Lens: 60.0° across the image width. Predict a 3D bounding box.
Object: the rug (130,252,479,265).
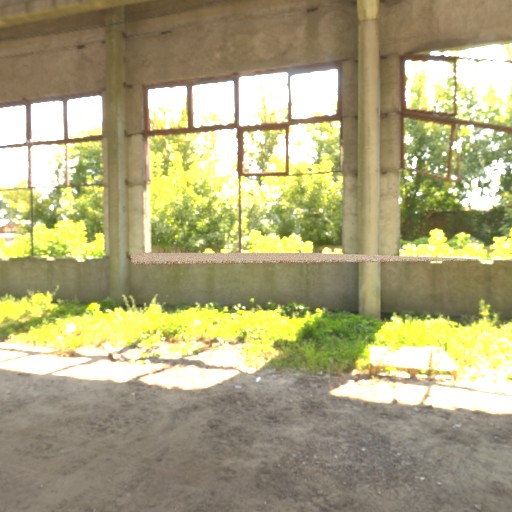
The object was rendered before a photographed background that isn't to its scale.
[{"bbox_3d":[0.000,0.000,2.831,1.566,0.013,2.141,0,1,-17],"label":"rug"}]
